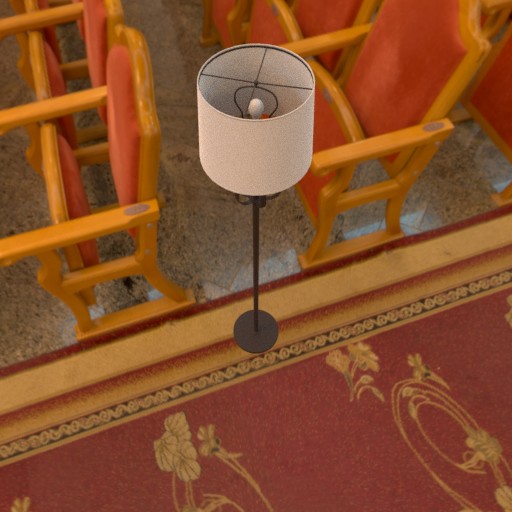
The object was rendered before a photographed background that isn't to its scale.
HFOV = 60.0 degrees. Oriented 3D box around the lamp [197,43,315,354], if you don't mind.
[{"bbox_3d":[0.000,0.000,1.573,0.286,1.462,0.286,-16,60,-9],"label":"lamp"}]
